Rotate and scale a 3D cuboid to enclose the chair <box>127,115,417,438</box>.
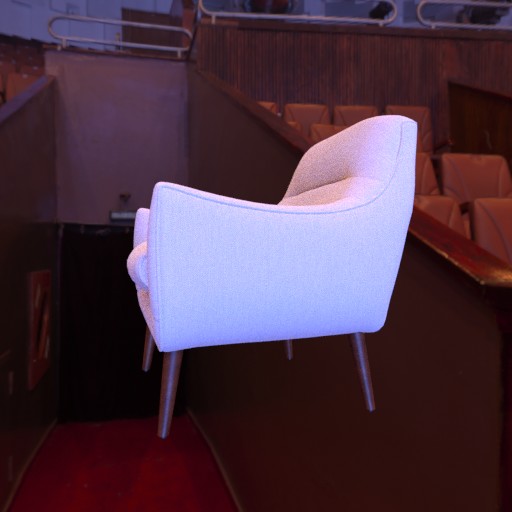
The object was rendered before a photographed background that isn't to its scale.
[{"bbox_3d":[0.000,0.000,1.416,0.787,0.838,0.762,0,1,-18],"label":"chair"}]
